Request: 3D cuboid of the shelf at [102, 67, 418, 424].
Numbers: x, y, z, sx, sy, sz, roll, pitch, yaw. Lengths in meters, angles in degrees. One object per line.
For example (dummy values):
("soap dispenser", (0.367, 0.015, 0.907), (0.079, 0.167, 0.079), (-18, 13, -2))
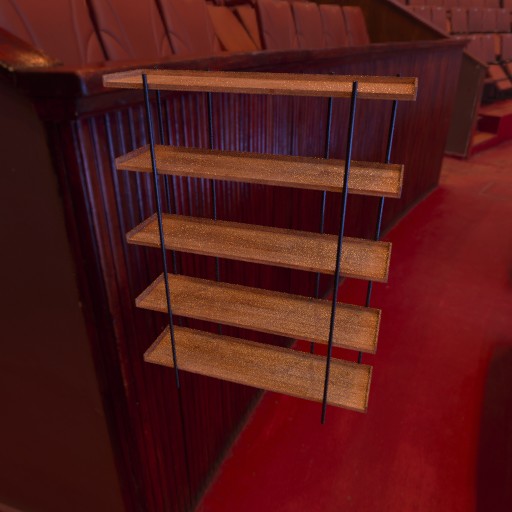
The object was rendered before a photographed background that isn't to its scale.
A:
("shelf", (0.000, 0.000, 2.390), (1.371, 1.826, 0.379), (9, 29, 16))
